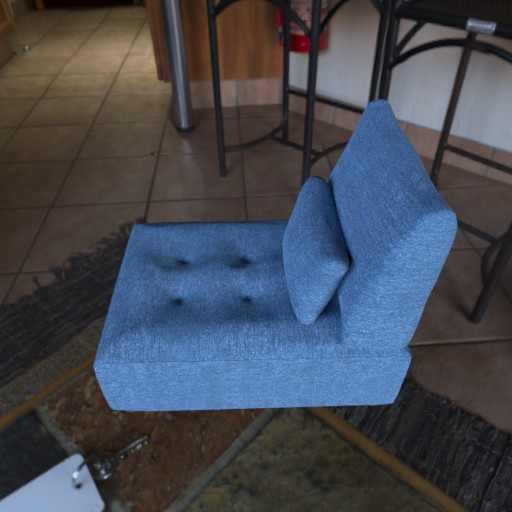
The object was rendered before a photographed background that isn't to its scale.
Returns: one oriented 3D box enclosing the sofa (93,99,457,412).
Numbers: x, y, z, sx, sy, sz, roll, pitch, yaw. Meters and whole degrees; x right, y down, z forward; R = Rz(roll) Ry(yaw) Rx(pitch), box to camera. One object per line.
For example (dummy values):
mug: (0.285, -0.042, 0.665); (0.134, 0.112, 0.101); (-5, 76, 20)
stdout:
sofa: (0.000, 0.000, 1.515); (1.000, 0.820, 0.700); (-1, 42, -1)
